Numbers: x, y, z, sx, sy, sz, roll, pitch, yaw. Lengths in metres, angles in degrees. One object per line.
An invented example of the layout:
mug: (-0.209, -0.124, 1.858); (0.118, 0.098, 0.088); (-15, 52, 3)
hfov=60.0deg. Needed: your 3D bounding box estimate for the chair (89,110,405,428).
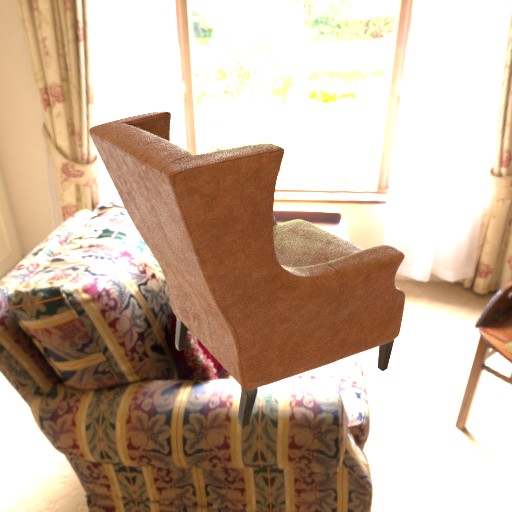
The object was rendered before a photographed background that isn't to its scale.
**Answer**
chair: (0.000, 0.000, 1.696); (0.926, 1.016, 0.853); (-17, 31, -30)
